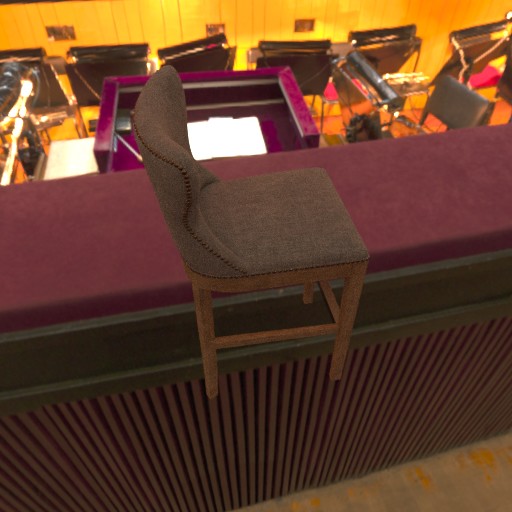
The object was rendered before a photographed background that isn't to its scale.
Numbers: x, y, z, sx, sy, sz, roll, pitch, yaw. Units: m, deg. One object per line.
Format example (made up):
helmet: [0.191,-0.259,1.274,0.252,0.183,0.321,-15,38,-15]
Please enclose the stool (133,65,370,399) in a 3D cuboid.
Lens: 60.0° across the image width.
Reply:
stool: [0.000,0.000,1.479,0.606,1.123,0.494,-8,46,-8]
